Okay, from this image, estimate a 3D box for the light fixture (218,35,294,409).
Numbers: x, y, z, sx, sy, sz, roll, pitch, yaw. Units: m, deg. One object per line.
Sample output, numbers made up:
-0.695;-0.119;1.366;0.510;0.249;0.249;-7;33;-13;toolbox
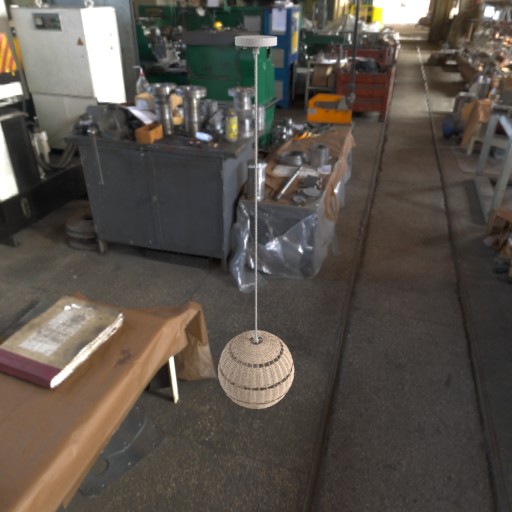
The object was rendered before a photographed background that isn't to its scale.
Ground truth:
0.000;0.000;2.275;0.457;2.019;0.457;-8;31;-14;light fixture
